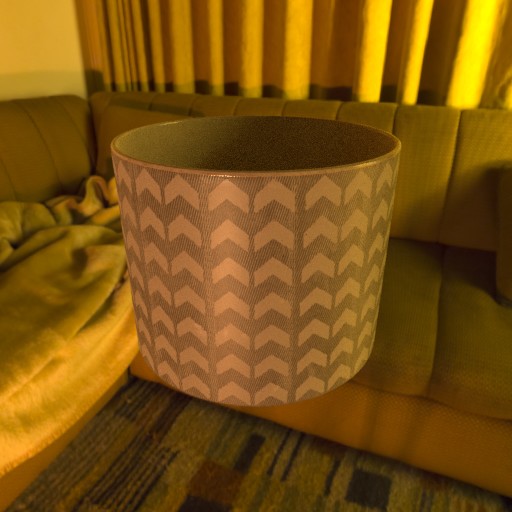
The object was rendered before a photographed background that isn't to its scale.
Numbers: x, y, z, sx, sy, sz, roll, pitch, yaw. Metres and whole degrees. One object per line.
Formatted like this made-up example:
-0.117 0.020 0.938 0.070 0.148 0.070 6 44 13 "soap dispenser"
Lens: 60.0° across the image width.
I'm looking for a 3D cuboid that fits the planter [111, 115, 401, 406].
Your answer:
0.000 0.000 0.448 0.250 0.239 0.250 0 26 0 "planter"
